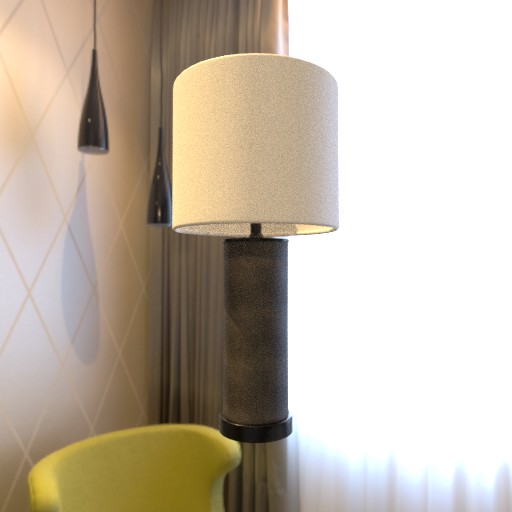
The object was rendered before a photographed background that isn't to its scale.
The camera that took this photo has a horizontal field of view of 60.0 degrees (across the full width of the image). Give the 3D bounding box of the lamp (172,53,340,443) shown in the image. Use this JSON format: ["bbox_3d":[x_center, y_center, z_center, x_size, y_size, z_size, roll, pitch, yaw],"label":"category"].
[{"bbox_3d":[0.000,0.000,0.822,0.305,0.634,0.305,0,-2,0],"label":"lamp"}]
